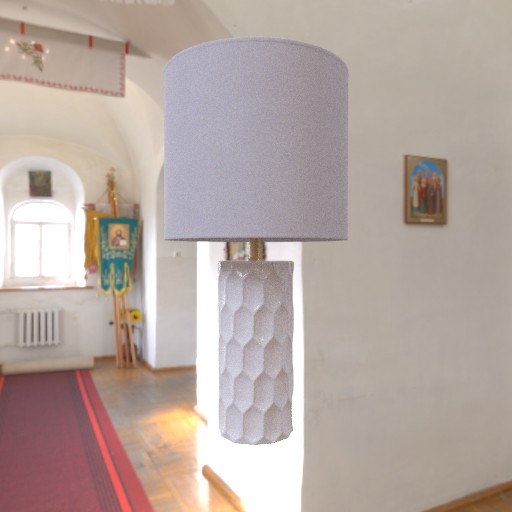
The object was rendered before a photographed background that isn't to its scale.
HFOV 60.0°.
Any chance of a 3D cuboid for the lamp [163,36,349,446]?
[{"bbox_3d":[0.000,0.000,0.679,0.277,0.537,0.277,0,1,18],"label":"lamp"}]
